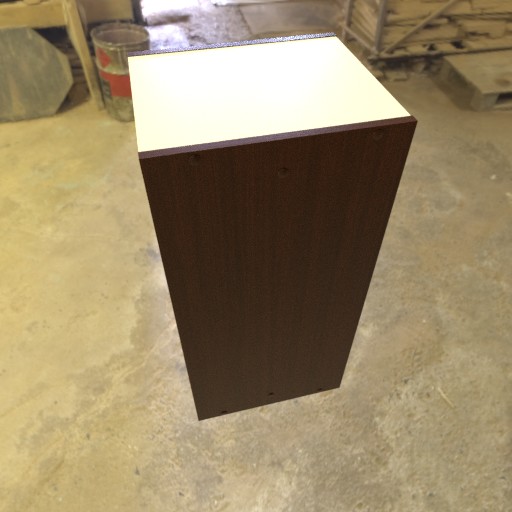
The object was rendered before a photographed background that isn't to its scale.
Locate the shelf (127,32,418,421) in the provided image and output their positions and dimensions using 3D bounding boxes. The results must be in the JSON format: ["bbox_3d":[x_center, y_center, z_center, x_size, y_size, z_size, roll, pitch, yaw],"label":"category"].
[{"bbox_3d":[0.000,0.000,0.744,0.290,0.600,0.253,-10,48,-9],"label":"shelf"}]
